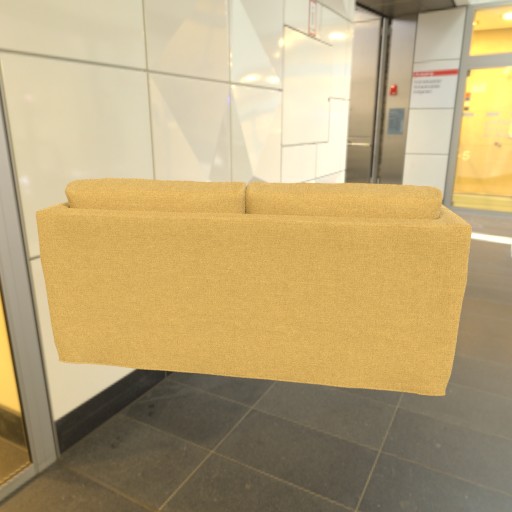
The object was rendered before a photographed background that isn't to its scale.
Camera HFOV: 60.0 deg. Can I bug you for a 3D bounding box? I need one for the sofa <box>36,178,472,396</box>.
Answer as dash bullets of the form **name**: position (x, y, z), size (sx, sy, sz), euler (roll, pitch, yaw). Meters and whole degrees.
- **sofa**: position (0.000, 0.000, 2.241), size (1.766, 0.828, 0.956), euler (3, 17, 9)
